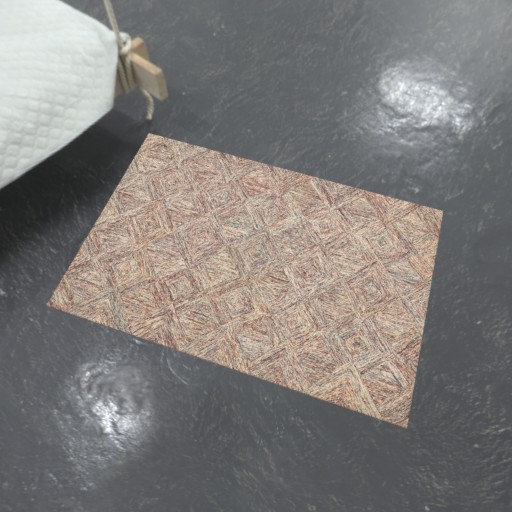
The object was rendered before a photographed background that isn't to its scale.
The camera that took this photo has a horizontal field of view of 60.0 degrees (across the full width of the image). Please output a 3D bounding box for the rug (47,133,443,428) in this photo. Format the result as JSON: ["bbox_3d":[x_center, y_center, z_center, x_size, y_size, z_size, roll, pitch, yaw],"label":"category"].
[{"bbox_3d":[0.000,0.000,2.972,2.285,0.019,1.523,17,63,9],"label":"rug"}]
